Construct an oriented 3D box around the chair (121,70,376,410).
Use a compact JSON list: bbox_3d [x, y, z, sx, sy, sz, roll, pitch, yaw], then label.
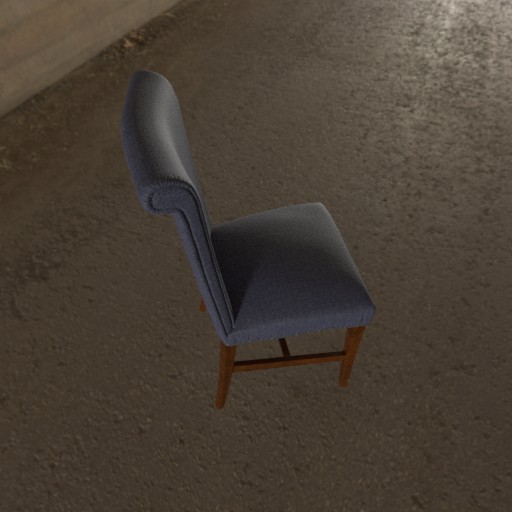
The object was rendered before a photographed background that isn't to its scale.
[{"bbox_3d":[0.000,0.000,1.355,0.608,0.988,0.513,-9,47,-9],"label":"chair"}]
